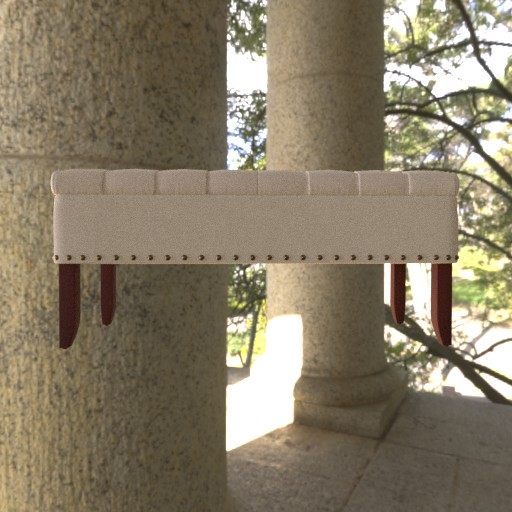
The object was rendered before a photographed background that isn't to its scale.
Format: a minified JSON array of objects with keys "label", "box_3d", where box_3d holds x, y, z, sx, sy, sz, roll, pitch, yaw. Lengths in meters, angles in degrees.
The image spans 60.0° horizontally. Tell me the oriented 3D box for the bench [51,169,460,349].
[{"label":"bench","box_3d":[0.000,0.000,1.314,1.054,0.470,0.400,0,1,-2]}]
